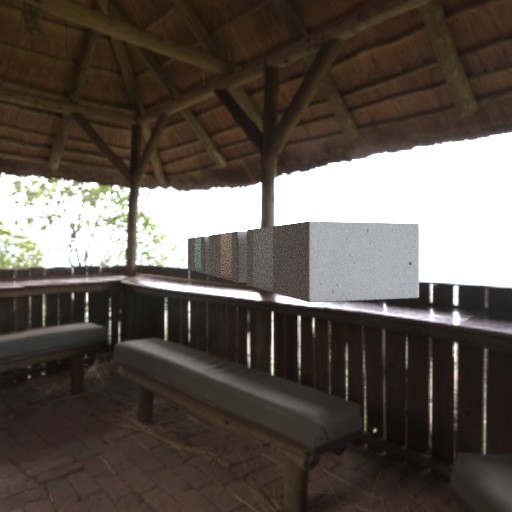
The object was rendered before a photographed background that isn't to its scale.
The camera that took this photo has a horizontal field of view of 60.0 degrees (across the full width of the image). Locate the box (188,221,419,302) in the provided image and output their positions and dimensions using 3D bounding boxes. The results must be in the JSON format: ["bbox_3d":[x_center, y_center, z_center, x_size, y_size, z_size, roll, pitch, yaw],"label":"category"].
[{"bbox_3d":[0.000,0.000,0.504,0.082,0.051,0.461,0,1,-18],"label":"box"}]
